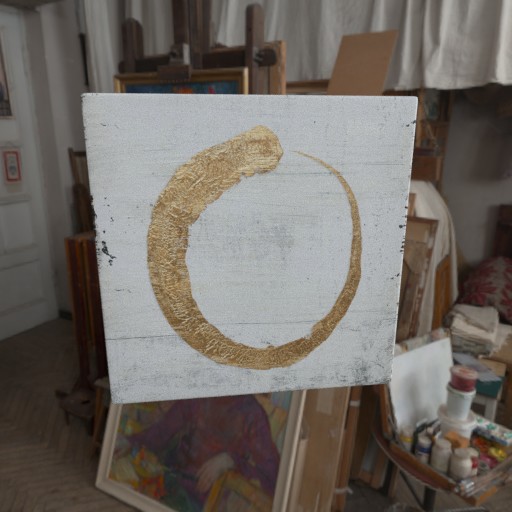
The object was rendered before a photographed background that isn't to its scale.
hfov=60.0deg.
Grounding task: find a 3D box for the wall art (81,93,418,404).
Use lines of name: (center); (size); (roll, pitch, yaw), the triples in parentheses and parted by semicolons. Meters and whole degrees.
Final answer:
wall art: (0.000, 0.000, 0.895); (0.610, 0.611, 0.040); (-2, 16, -7)
